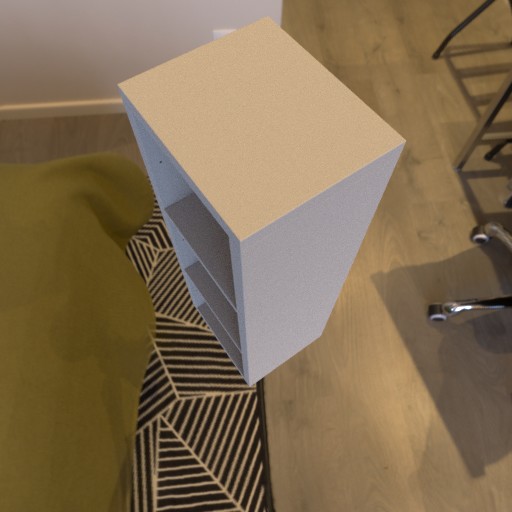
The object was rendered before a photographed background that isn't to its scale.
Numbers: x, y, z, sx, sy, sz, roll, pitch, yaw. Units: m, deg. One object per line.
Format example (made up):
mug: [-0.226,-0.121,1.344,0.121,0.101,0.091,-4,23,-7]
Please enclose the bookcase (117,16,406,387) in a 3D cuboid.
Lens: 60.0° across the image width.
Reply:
bookcase: [0.000,0.000,1.237,0.330,1.080,0.390,-32,67,-15]
